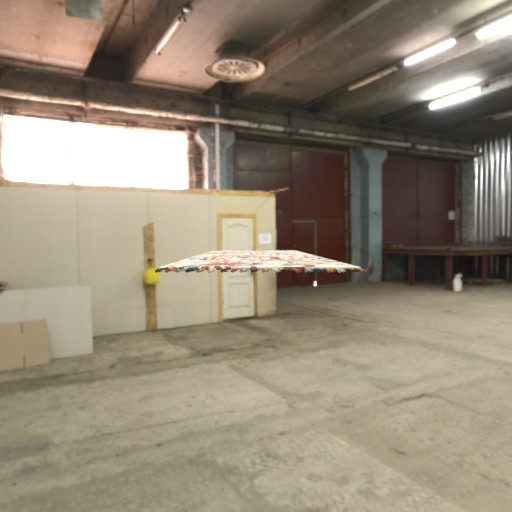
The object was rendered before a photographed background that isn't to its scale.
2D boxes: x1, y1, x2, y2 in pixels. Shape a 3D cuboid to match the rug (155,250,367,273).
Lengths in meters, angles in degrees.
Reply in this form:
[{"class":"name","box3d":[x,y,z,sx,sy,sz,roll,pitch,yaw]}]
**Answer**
[{"class":"rug","box3d":[0.000,0.000,2.876,0.763,0.015,2.682,0,2,-1]}]
